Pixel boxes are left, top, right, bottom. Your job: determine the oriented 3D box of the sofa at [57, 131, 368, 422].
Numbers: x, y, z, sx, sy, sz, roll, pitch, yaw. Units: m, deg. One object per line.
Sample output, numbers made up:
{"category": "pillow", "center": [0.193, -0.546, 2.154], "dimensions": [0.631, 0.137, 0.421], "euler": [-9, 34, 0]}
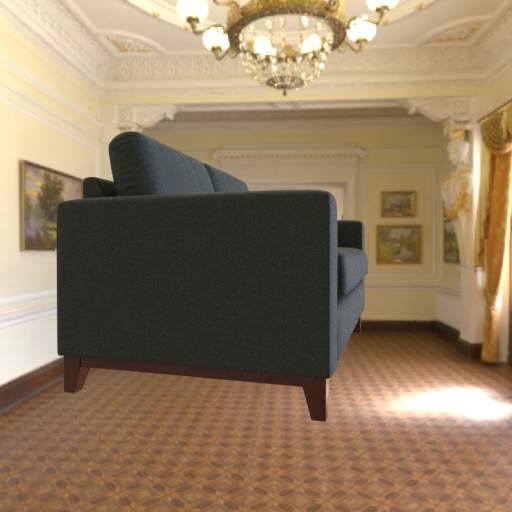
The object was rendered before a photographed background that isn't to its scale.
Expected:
{"category": "sofa", "center": [0.000, 0.000, 2.044], "dimensions": [0.955, 0.903, 1.489], "euler": [0, 1, 17]}
